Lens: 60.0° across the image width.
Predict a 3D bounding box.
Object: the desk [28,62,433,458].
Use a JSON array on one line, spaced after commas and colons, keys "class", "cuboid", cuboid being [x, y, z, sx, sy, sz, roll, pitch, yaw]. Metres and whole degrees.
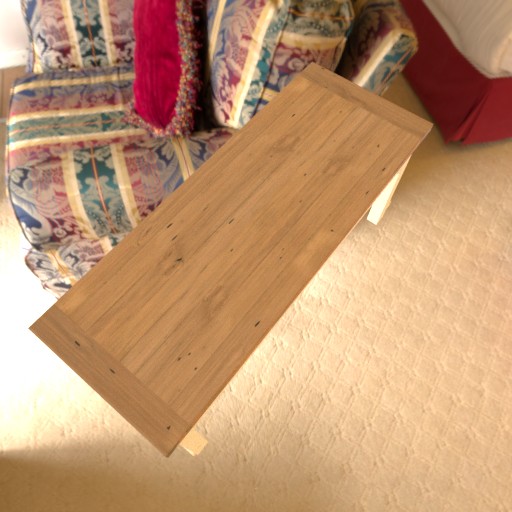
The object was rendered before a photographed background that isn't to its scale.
[{"class": "desk", "cuboid": [0.000, 0.000, 2.175, 0.688, 0.762, 1.803, 35, 68, 17]}]
